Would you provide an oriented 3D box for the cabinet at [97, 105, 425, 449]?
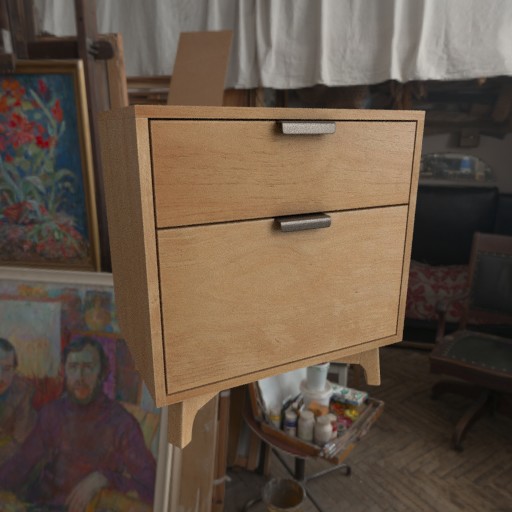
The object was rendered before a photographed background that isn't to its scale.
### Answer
[{"bbox_3d":[0.000,0.000,0.966,0.551,0.599,0.394,-8,18,-25],"label":"cabinet"}]
